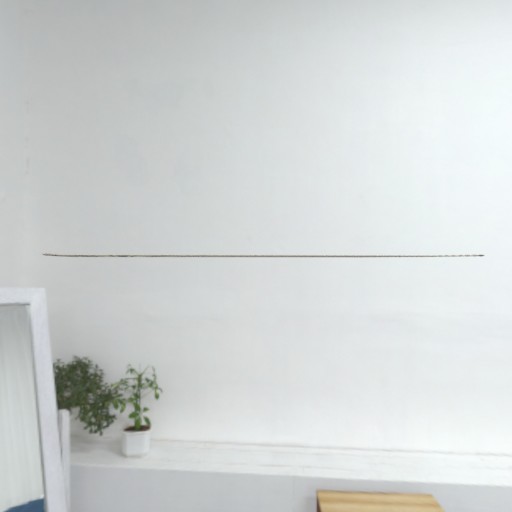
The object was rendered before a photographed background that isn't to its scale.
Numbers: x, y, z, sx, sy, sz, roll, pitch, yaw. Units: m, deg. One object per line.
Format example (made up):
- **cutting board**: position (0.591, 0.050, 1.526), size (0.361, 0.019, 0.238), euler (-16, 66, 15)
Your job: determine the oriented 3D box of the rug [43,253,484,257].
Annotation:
- **rug**: position (0.000, 0.000, 2.559), size (2.096, 0.011, 1.229), euler (0, 0, -16)
